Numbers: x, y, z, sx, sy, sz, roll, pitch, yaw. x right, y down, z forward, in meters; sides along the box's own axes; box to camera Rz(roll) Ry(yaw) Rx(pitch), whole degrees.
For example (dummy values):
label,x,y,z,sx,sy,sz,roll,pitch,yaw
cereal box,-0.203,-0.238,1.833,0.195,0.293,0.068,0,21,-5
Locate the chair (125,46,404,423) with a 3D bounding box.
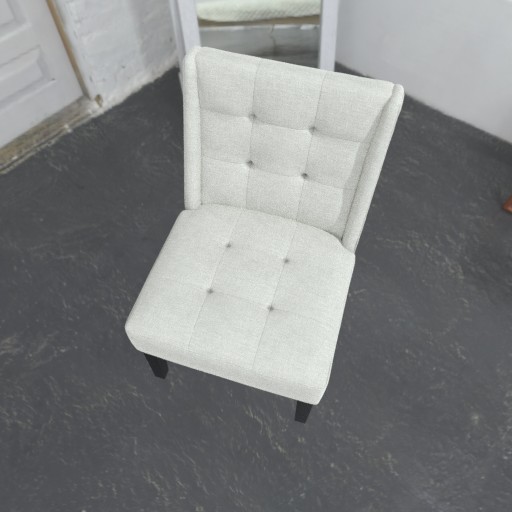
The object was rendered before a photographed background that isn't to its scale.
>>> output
label,x,y,z,sx,sy,sz,roll,pitch,yaw
chair,0.000,0.000,1.305,0.569,0.853,0.676,15,60,9
